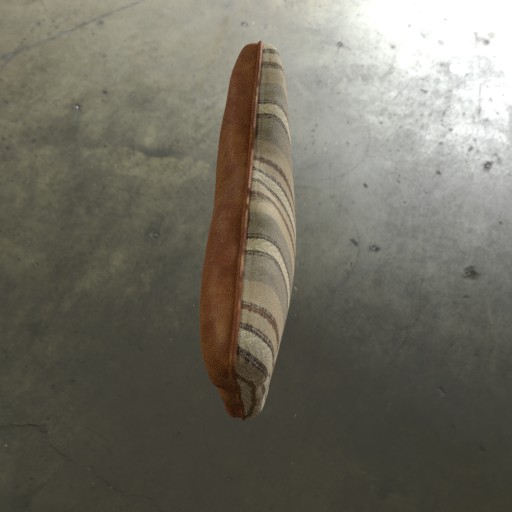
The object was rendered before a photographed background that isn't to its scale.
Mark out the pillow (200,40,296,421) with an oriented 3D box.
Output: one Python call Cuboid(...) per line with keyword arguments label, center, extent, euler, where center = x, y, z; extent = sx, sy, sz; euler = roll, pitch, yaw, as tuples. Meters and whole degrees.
Cuboid(label="pillow", center=(0.000, 0.000, 0.750), extent=(0.130, 0.490, 0.489), euler=(3, 64, 2))
